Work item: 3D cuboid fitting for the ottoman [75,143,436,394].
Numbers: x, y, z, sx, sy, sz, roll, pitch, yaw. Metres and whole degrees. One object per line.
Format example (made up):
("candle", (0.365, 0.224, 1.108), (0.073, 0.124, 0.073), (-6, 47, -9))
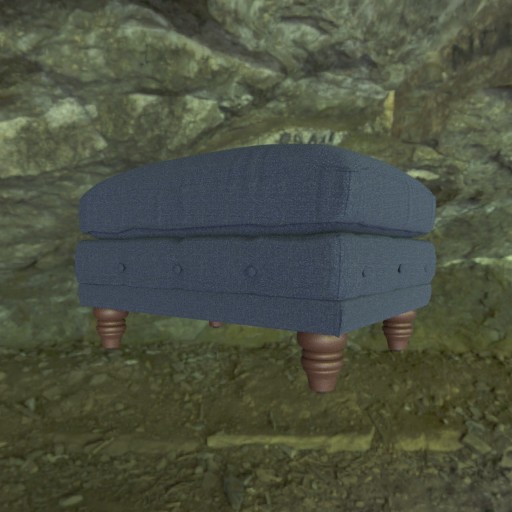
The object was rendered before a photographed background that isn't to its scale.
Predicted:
("ottoman", (0.000, 0.000, 1.141), (0.767, 0.486, 0.558), (0, 0, 36))
